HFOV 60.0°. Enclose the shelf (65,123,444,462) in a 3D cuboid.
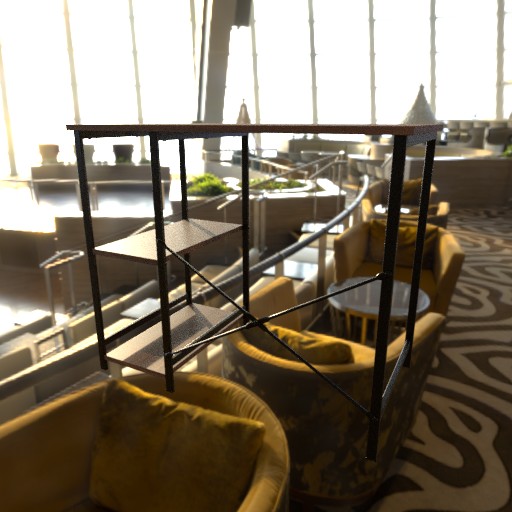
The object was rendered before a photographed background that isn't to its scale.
[{"bbox_3d":[0.000,0.000,1.315,0.902,0.750,0.498,9,19,26],"label":"shelf"}]
